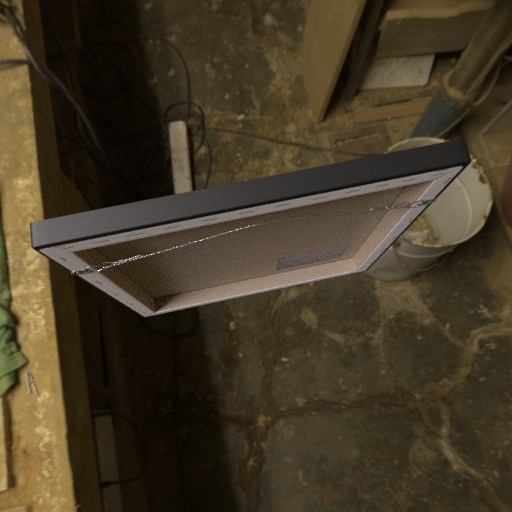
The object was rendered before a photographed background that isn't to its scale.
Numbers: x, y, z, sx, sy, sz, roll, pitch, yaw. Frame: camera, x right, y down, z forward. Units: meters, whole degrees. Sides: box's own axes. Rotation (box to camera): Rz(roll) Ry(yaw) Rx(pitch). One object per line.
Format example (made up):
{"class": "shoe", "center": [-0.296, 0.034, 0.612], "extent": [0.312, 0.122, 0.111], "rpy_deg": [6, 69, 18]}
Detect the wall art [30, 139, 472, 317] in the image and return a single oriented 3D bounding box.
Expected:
{"class": "wall art", "center": [0.000, 0.000, 0.894], "extent": [0.610, 0.611, 0.043], "rpy_deg": [-12, 74, -3]}
